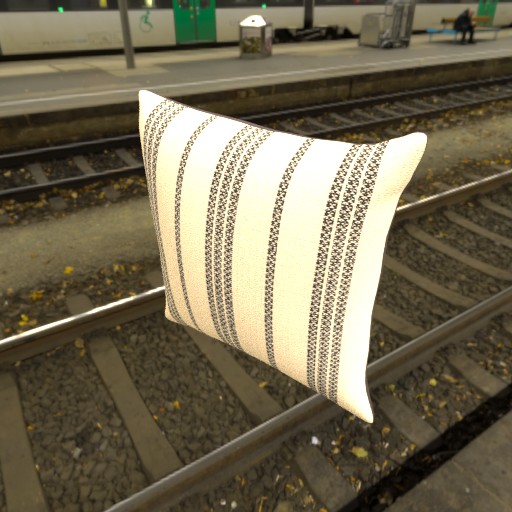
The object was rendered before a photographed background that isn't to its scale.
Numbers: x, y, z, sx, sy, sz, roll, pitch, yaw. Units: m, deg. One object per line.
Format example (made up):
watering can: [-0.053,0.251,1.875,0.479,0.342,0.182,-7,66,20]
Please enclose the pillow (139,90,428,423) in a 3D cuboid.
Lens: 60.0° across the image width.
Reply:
pillow: [0.000,0.000,0.623,0.405,0.406,0.173,20,36,30]
